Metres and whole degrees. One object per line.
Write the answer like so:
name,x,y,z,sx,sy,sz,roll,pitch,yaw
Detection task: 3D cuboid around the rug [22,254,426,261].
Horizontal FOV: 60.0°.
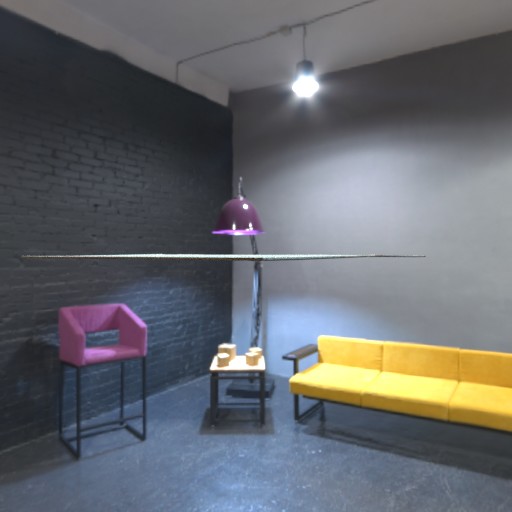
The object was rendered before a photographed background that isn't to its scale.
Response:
rug,0.000,0.000,2.920,1.611,0.026,2.260,0,0,35
